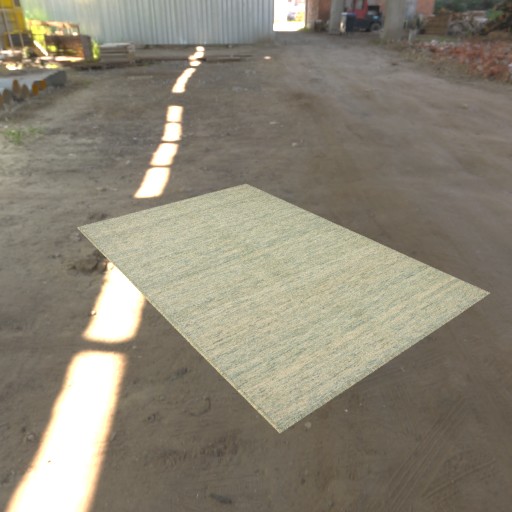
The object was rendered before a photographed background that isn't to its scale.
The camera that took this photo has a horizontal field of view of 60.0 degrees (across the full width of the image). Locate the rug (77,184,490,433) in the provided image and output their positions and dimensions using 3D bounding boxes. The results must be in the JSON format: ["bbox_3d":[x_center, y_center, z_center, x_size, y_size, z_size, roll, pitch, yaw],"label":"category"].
[{"bbox_3d":[0.000,0.000,2.314,1.250,0.015,1.850,-20,35,-32],"label":"rug"}]
